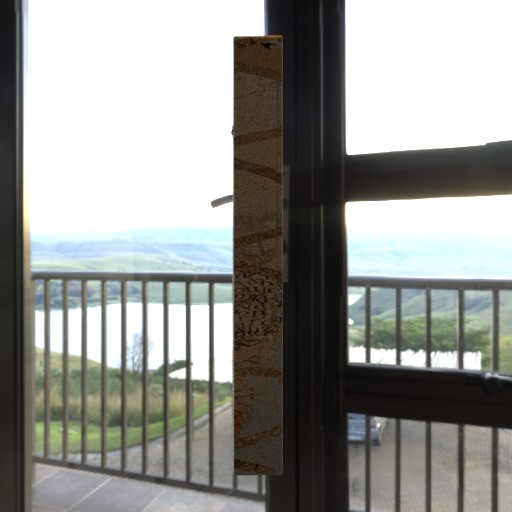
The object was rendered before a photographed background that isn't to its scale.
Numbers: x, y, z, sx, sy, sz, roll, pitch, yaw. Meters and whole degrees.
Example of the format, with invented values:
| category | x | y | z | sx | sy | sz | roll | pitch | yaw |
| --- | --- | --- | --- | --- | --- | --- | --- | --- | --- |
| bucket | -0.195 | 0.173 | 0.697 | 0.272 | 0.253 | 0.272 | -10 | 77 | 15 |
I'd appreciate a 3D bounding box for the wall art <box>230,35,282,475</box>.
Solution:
| category | x | y | z | sx | sy | sz | roll | pitch | yaw |
| --- | --- | --- | --- | --- | --- | --- | --- | --- | --- |
| wall art | 0.000 | 0.000 | 0.455 | 0.036 | 0.304 | 0.303 | 0 | 0 | 0 |
